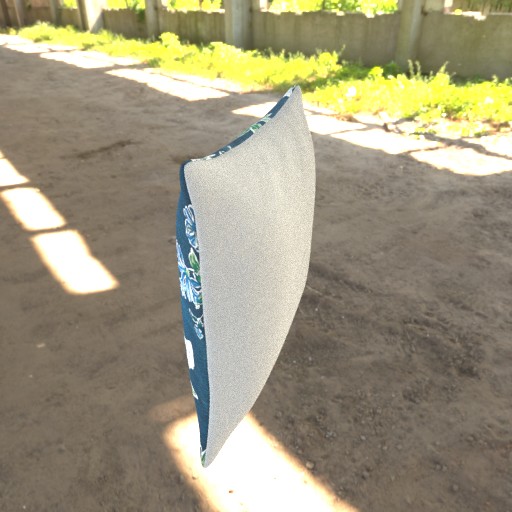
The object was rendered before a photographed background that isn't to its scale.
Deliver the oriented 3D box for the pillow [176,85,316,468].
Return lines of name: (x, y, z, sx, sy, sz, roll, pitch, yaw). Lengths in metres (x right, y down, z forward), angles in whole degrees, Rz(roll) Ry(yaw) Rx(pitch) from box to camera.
pillow: (0.000, 0.000, 0.799, 0.166, 0.508, 0.525, 9, 31, 15)
